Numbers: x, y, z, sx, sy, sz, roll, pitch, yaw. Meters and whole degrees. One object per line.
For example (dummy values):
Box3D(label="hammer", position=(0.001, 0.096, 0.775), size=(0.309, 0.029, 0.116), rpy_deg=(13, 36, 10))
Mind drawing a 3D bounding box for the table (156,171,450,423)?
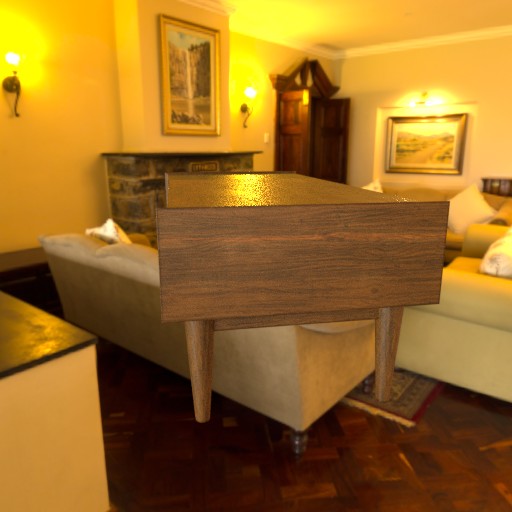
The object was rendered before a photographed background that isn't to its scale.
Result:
Box3D(label="table", position=(0.000, 0.000, 1.528), size=(0.610, 0.508, 1.221), rpy_deg=(-3, 14, -10))
